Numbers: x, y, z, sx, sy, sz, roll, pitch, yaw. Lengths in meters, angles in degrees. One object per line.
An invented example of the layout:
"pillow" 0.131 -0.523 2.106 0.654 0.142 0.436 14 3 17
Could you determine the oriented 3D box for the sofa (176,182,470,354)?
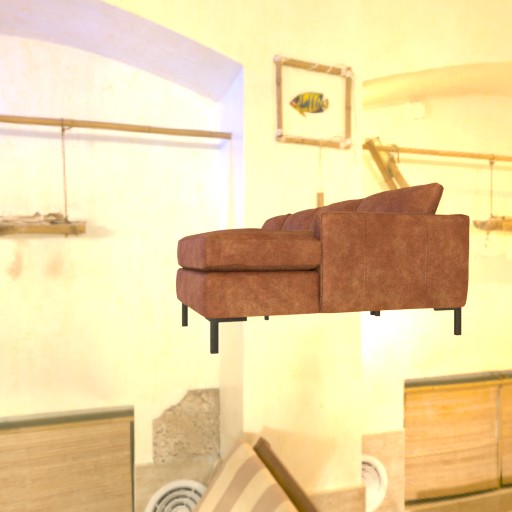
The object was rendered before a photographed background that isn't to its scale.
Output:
"sofa" 0.000 0.000 3.577 1.471 0.859 2.993 0 0 -18
